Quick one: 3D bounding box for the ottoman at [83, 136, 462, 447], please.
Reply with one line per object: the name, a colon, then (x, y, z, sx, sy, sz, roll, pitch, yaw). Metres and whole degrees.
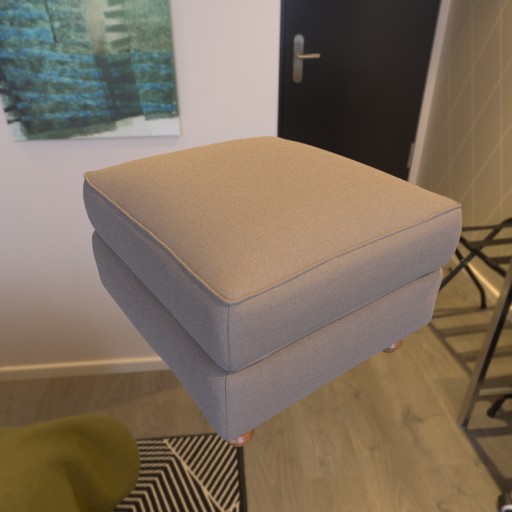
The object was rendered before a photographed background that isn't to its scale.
ottoman: (0.000, 0.000, 1.139, 0.662, 0.505, 0.721, -20, 36, -30)
